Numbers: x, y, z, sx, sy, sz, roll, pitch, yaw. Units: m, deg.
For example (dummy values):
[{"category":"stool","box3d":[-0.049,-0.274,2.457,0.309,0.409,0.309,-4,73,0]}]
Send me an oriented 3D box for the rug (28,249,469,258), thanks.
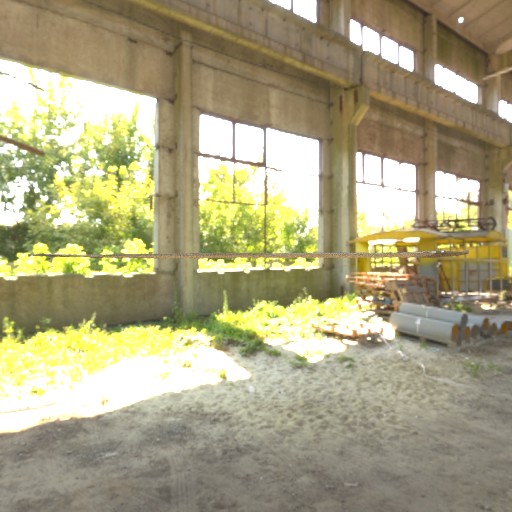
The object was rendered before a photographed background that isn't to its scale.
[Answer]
[{"category":"rug","box3d":[0.000,0.000,3.024,2.431,0.025,1.530,0,-1,17]}]
